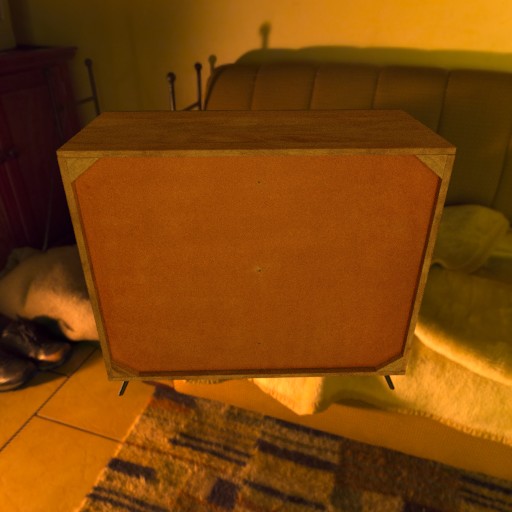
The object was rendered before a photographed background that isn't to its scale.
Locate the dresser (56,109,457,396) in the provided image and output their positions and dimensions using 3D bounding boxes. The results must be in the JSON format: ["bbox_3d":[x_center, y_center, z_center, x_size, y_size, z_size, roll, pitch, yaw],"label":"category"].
[{"bbox_3d":[0.000,0.000,1.461,0.967,0.847,0.446,-1,30,-1],"label":"dresser"}]
